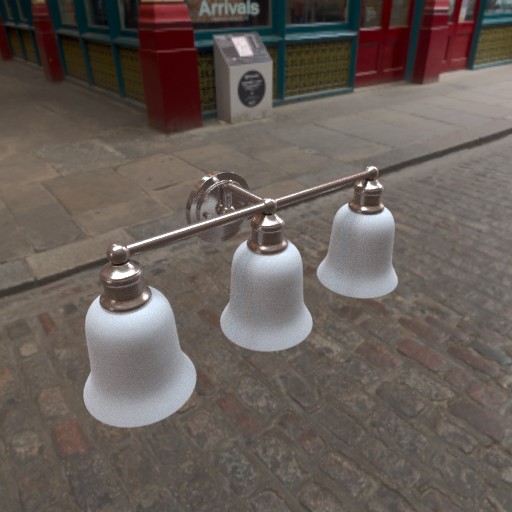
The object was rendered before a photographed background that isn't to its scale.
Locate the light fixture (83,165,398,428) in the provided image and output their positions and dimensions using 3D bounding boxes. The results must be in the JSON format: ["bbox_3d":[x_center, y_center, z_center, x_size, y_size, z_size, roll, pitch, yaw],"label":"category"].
[{"bbox_3d":[0.000,0.000,0.664,0.570,0.211,0.198,-21,36,-32],"label":"light fixture"}]
